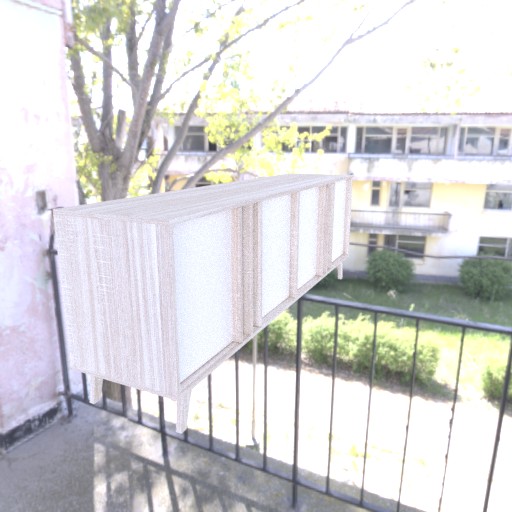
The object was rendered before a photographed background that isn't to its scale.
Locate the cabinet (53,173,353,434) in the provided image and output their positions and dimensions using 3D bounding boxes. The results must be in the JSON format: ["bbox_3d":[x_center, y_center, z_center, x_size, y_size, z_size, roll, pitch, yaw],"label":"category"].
[{"bbox_3d":[0.000,0.000,2.493,0.500,0.780,2.200,7,16,25],"label":"cabinet"}]
